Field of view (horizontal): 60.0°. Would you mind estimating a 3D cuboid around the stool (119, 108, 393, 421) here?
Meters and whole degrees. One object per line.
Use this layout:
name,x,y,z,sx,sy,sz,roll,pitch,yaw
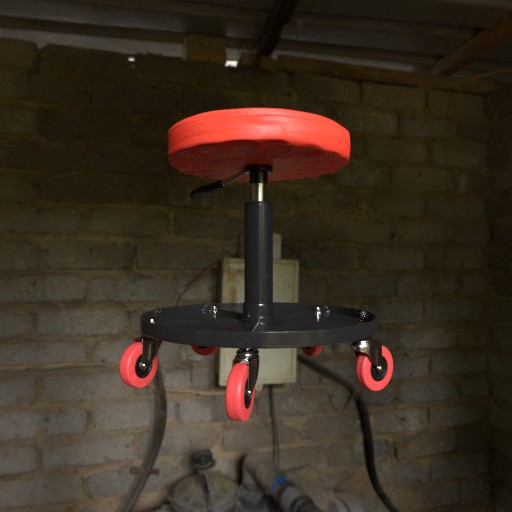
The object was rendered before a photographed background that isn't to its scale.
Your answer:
stool,0.000,0.000,0.679,0.382,0.365,0.381,0,0,37
